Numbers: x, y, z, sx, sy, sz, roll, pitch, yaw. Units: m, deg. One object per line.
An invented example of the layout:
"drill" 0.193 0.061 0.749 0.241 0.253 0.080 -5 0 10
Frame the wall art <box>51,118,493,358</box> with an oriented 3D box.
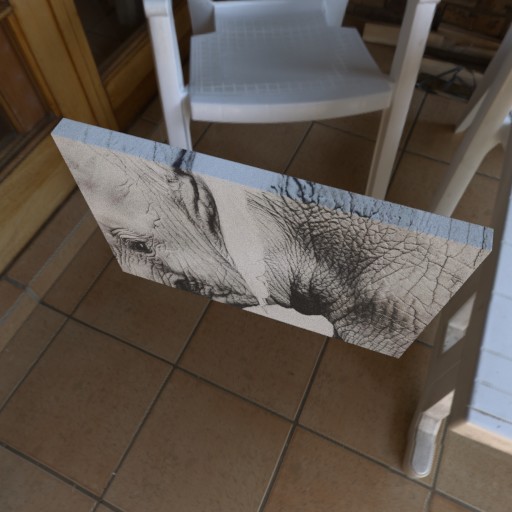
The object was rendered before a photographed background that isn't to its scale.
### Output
"wall art" 0.000 0.000 0.768 0.613 0.407 0.035 16 60 10
